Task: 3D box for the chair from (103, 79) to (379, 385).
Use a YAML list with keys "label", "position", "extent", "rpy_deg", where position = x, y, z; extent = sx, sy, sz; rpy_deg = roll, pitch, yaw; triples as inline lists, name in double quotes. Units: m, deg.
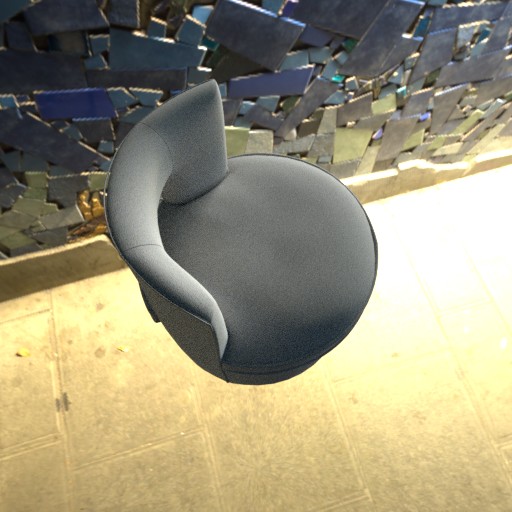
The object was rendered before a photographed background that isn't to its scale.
- label: "chair"
  position: [0.000, 0.000, 1.248]
  extent: [0.665, 0.723, 0.650]
  rpy_deg: [-1, 64, -1]
